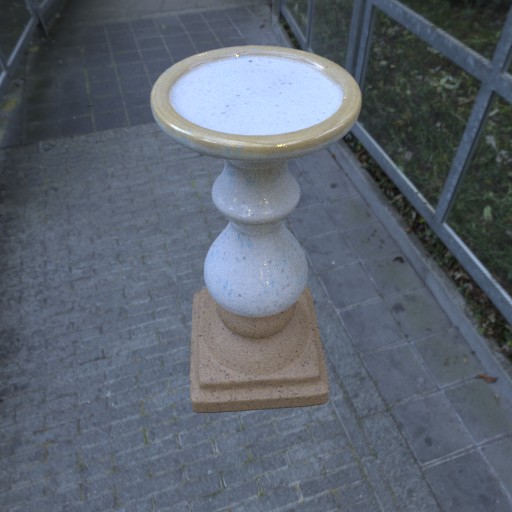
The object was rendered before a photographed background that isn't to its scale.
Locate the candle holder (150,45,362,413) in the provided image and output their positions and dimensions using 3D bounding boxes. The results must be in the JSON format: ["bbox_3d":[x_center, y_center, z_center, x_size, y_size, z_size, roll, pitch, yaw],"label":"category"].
[{"bbox_3d":[0.000,0.000,0.300,0.110,0.239,0.110,-3,47,-3],"label":"candle holder"}]
